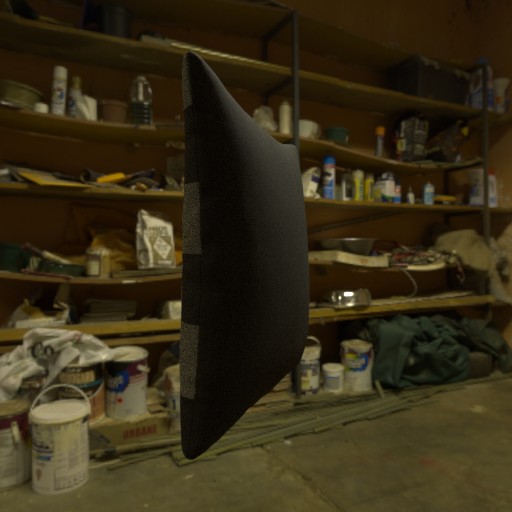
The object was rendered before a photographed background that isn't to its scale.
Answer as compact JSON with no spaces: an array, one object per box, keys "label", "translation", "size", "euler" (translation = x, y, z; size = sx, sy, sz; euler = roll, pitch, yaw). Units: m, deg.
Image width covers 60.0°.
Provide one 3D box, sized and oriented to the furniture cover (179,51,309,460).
[{"label":"furniture cover","translation":[0.000,0.000,0.786],"size":[0.161,0.509,0.511],"euler":[0,0,19]}]
